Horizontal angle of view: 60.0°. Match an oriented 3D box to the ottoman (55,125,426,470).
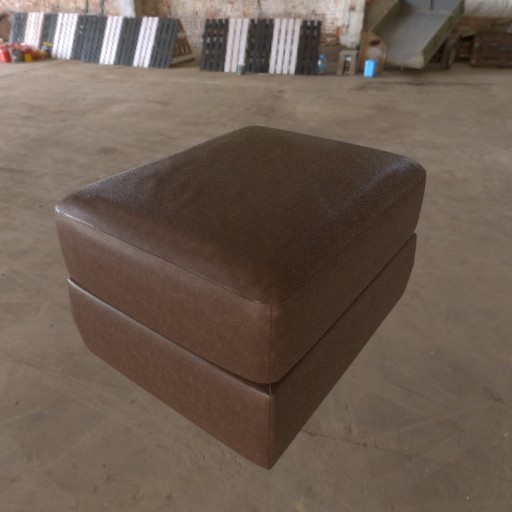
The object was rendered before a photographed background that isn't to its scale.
[{"bbox_3d":[0.000,0.000,1.128,0.603,0.476,0.751,21,38,30],"label":"ottoman"}]
